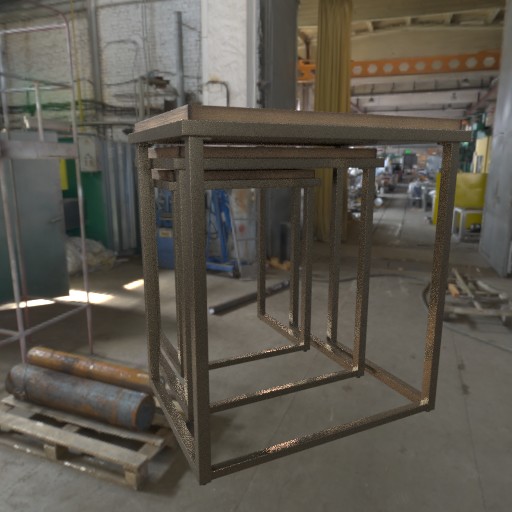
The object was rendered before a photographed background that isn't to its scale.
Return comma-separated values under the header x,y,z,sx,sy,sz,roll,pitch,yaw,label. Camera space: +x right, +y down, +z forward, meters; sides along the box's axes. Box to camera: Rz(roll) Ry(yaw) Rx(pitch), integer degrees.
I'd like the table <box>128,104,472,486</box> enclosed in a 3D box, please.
x,y,z,sx,sy,sz,roll,pitch,yaw,label
0.000,0.000,1.083,0.559,0.610,0.706,-6,14,-25,table
